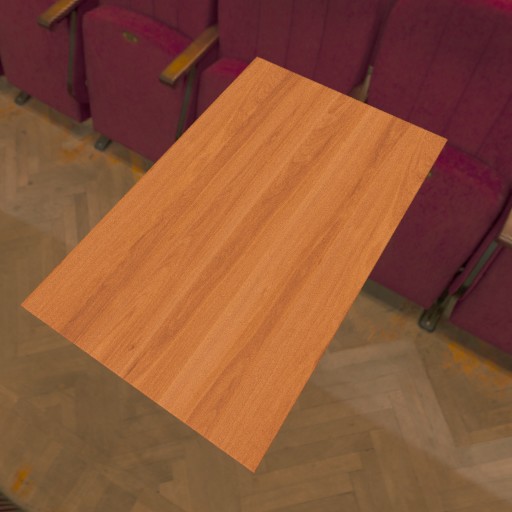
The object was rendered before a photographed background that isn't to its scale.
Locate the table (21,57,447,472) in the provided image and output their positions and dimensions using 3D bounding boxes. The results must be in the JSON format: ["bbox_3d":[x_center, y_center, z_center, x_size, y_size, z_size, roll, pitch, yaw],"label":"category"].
[{"bbox_3d":[0.000,0.000,1.466,0.700,0.510,1.100,30,66,15],"label":"table"}]
